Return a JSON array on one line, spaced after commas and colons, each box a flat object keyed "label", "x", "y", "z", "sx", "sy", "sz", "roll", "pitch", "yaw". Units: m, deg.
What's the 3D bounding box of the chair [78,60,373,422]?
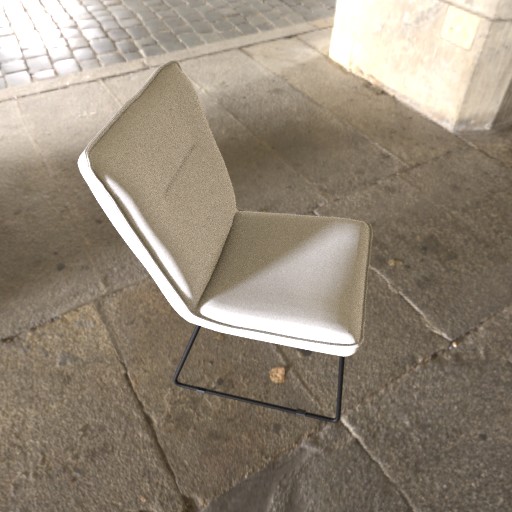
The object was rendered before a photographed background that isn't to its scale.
[{"label": "chair", "x": 0.000, "y": 0.000, "z": 1.345, "sx": 0.688, "sy": 0.930, "sz": 0.515, "roll": 10, "pitch": 48, "yaw": 9}]
